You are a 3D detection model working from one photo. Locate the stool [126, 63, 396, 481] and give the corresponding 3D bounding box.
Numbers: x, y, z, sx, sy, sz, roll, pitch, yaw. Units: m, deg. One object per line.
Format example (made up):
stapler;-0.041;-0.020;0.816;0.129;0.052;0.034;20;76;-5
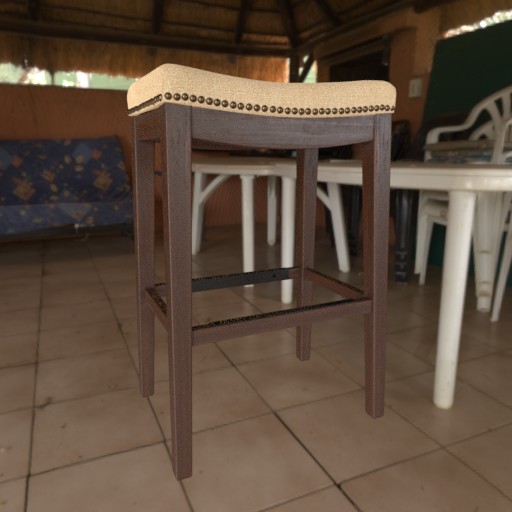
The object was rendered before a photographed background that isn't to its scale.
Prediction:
stool;0.000;0.000;1.030;0.509;0.768;0.363;-6;14;-25
